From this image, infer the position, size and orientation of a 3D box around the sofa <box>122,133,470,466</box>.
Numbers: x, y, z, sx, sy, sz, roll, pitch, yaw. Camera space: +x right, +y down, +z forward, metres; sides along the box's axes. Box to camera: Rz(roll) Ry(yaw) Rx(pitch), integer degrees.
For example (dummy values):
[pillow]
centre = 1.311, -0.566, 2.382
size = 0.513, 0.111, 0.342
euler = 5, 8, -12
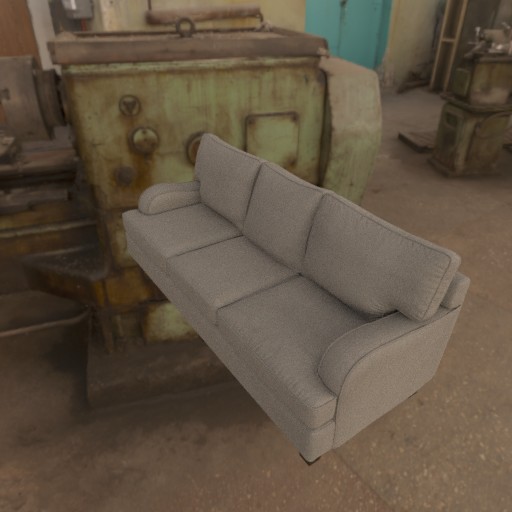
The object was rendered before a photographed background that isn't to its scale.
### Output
[sofa]
centre = 0.000, 0.000, 2.879
size = 1.016, 0.991, 2.323
euler = -20, 37, -29
